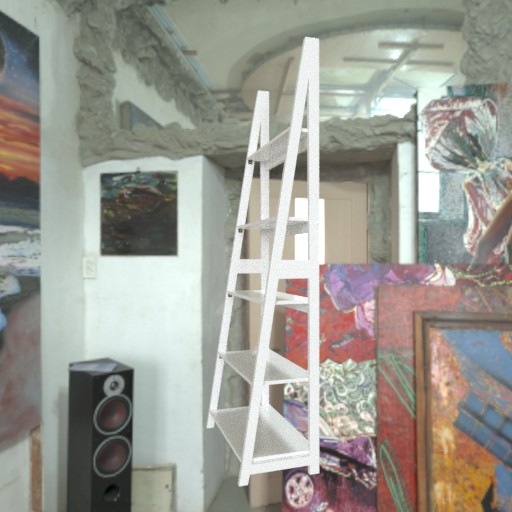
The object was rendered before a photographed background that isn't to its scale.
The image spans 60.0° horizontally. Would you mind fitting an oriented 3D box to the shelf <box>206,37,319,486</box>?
[{"bbox_3d":[0.000,0.000,2.063,0.341,1.779,0.636,0,0,-18],"label":"shelf"}]
